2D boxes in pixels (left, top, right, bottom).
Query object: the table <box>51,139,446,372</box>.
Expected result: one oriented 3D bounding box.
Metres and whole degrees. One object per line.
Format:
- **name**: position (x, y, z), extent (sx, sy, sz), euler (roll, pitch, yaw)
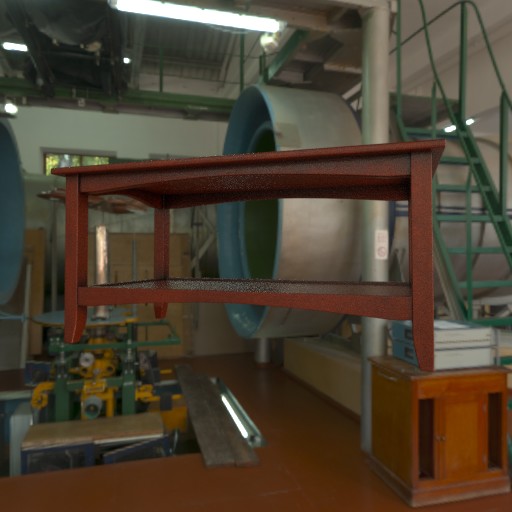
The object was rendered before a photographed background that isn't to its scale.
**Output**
- **table**: position (0.000, 0.000, 1.250), extent (0.943, 0.456, 0.533), euler (0, 0, 18)
